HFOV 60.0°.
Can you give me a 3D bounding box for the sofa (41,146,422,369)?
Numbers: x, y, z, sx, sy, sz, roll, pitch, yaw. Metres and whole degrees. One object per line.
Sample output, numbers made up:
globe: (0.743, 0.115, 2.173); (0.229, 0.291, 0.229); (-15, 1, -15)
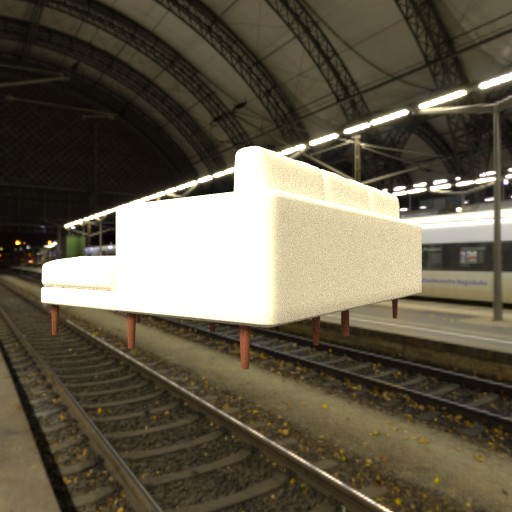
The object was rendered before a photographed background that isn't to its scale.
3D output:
sofa: (0.000, 0.000, 2.886); (1.580, 0.899, 2.029); (0, -1, 35)
